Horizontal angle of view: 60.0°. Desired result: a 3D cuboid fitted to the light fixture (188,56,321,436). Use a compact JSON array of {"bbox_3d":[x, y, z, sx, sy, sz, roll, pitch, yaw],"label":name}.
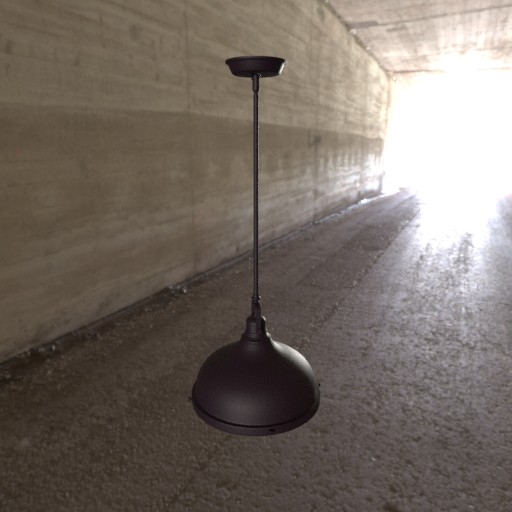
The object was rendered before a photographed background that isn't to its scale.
[{"bbox_3d":[0.000,0.000,1.042,0.341,0.849,0.341,-3,15,-11],"label":"light fixture"}]
